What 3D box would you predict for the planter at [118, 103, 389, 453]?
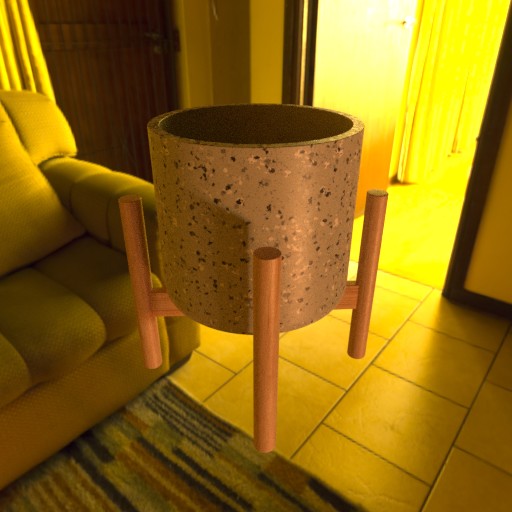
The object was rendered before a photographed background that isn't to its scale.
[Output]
[{"bbox_3d":[0.000,0.000,0.538,0.284,0.320,0.284,9,29,16],"label":"planter"}]
